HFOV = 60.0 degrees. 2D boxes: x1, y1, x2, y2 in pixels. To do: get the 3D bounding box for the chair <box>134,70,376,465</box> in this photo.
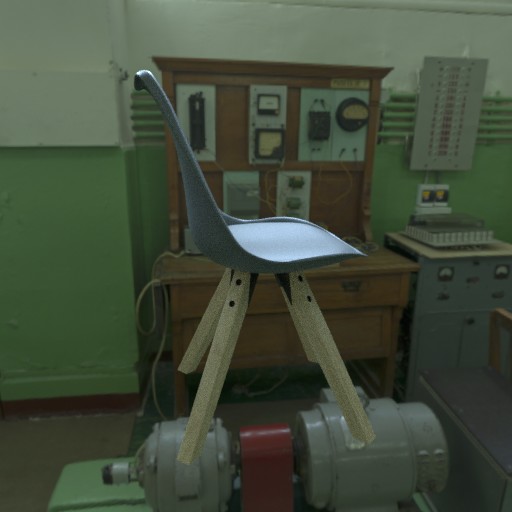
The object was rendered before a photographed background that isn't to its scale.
[{"bbox_3d":[0.000,0.000,1.141,0.550,0.850,0.485,-2,15,-9],"label":"chair"}]
